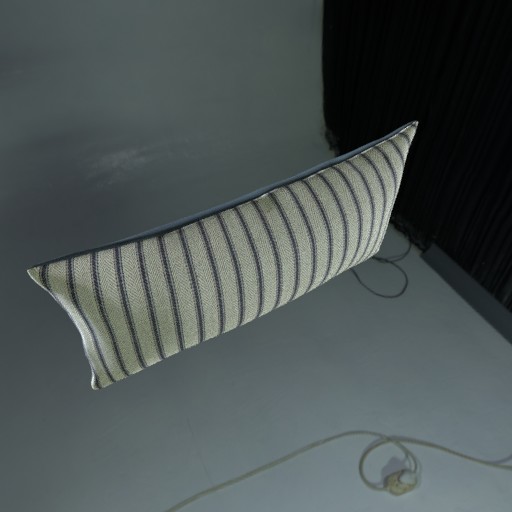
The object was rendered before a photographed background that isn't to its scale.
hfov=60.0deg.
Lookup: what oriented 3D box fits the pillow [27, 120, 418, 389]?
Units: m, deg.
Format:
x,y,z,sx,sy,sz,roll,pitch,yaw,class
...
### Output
x,y,z,sx,sy,sz,roll,pitch,yaw,class
0.000,0.000,0.713,0.609,0.305,0.151,-23,50,-21,pillow
